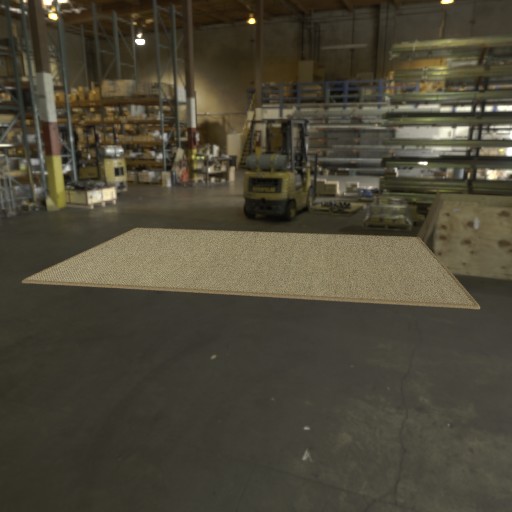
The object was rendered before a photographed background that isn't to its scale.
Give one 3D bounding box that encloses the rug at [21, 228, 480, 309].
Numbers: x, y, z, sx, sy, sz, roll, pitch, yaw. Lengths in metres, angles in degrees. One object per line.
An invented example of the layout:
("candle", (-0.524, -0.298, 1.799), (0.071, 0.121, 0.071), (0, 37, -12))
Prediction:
("rug", (0.000, 0.000, 2.083), (1.667, 0.013, 1.062), (2, 15, 9))
